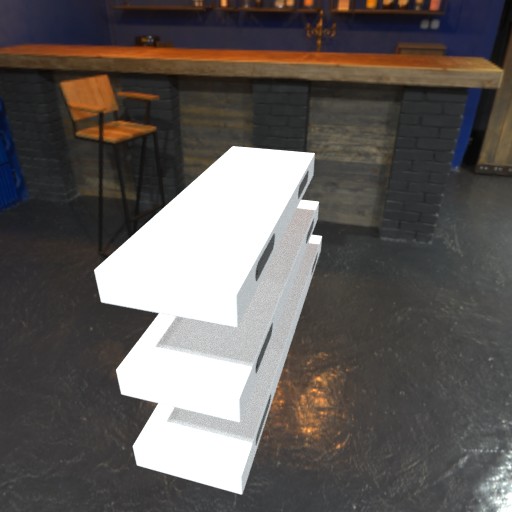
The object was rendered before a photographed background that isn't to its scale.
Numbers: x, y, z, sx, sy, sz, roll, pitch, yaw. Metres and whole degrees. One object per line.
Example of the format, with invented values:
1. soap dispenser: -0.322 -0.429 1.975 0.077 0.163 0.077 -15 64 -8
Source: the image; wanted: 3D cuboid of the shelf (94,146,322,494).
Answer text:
1. shelf: 0.000 0.000 0.722 0.140 0.293 0.610 8 31 14
